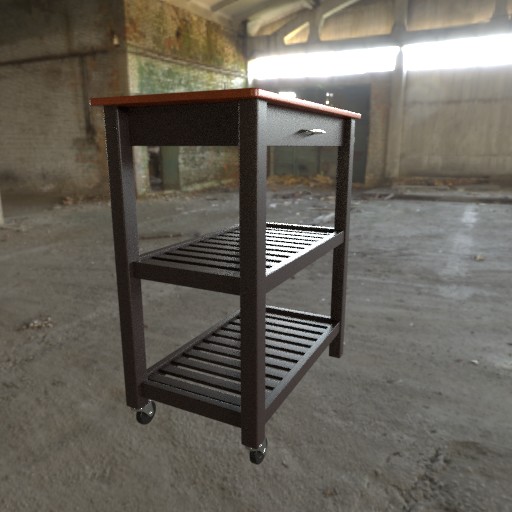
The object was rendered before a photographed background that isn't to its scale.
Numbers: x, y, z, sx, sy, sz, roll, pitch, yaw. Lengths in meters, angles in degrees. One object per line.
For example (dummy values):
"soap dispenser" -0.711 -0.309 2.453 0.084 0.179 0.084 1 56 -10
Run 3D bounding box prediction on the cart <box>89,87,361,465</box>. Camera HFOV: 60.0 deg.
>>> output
"cart" 0.000 0.000 1.466 0.457 0.927 0.899 7 15 26
